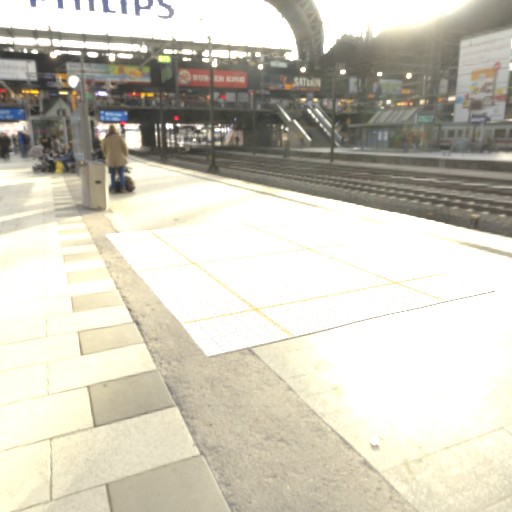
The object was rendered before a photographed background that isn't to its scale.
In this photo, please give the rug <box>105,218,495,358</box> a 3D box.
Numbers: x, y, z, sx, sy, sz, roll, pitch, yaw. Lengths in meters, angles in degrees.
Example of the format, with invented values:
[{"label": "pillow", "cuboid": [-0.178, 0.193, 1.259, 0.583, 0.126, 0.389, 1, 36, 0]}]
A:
[{"label": "rug", "cuboid": [0.000, 0.000, 2.293, 1.232, 0.015, 1.825, -7, 17, -26]}]
